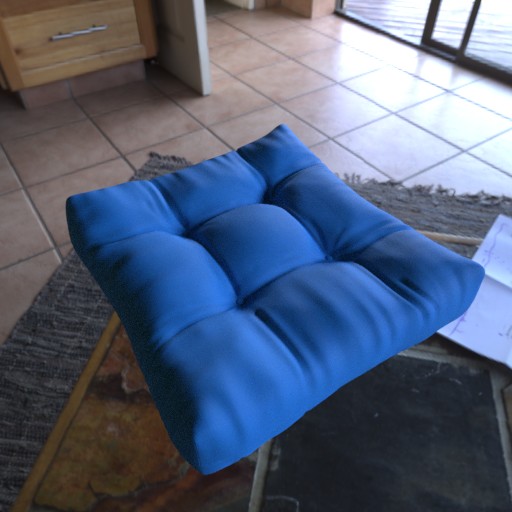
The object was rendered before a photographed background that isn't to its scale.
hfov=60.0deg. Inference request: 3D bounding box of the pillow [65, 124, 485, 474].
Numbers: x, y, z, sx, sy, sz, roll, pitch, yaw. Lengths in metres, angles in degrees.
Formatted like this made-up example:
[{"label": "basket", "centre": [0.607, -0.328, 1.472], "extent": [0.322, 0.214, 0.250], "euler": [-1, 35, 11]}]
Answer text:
[{"label": "pillow", "centre": [0.000, 0.000, 0.691], "extent": [0.468, 0.128, 0.490], "euler": [-24, 50, -23]}]
